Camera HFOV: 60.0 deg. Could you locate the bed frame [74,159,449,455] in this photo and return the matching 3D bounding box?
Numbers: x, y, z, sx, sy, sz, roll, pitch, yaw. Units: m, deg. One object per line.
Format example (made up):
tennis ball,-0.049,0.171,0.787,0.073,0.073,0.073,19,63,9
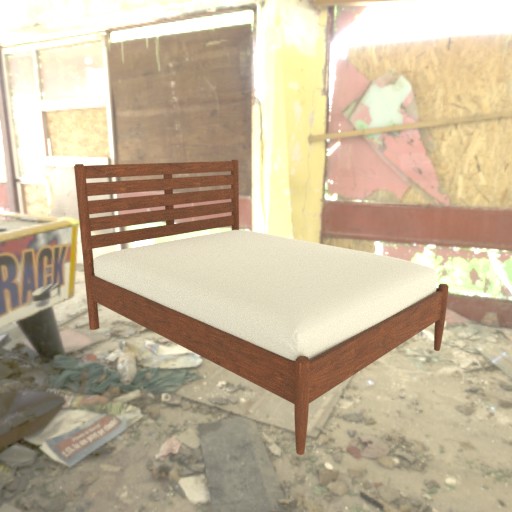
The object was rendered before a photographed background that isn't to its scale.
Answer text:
bed frame,0.000,0.000,3.285,2.234,1.321,1.655,13,19,43
